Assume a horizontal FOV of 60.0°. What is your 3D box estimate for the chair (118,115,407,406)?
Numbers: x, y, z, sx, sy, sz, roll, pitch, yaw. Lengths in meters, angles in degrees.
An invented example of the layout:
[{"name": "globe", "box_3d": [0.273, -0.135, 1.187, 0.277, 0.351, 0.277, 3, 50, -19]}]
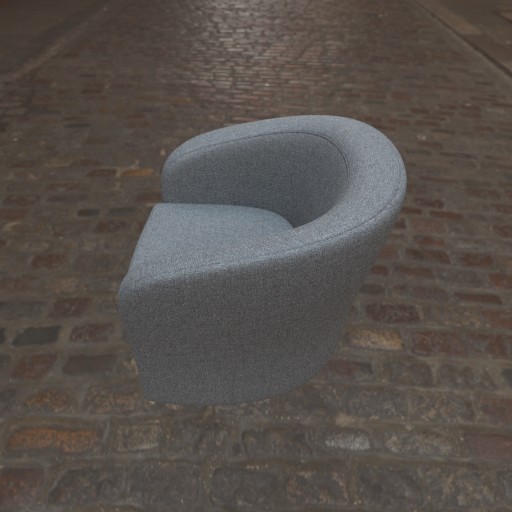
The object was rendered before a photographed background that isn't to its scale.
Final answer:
[{"name": "chair", "box_3d": [0.000, 0.000, 1.475, 0.815, 0.771, 0.791, 1, 40, 1]}]
